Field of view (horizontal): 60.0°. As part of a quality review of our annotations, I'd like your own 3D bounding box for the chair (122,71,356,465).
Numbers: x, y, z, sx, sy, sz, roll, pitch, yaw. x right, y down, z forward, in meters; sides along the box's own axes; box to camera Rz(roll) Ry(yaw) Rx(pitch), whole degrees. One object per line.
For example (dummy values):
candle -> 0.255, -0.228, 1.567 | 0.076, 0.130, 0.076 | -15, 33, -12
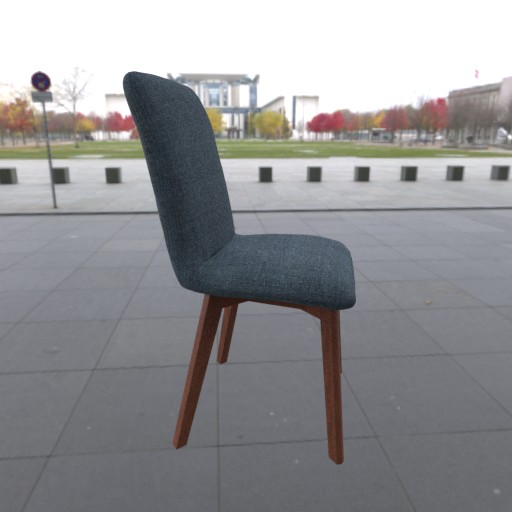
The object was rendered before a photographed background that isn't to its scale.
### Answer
chair -> 0.000, 0.000, 1.298 | 0.563, 0.974, 0.522 | 3, 15, 10
